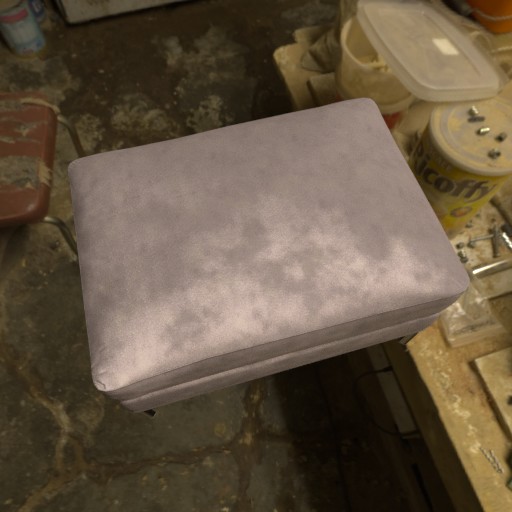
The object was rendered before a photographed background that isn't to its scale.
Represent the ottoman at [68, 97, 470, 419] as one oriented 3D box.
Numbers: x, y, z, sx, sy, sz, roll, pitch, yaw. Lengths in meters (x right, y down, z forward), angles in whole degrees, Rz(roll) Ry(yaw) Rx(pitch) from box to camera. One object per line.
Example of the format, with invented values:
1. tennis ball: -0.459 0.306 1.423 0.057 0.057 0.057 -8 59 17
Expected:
1. ottoman: 0.000 0.000 1.040 0.719 0.456 0.520 -14 65 -7
